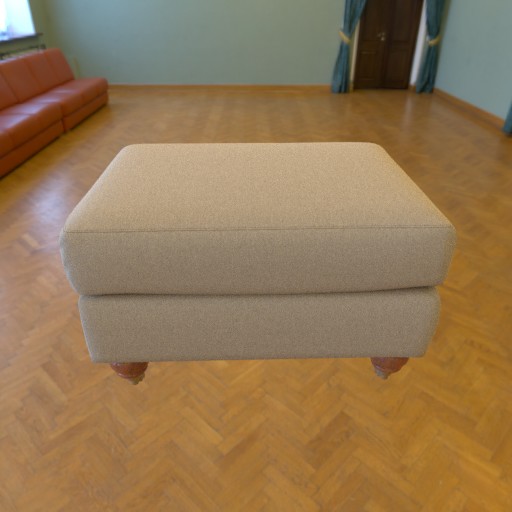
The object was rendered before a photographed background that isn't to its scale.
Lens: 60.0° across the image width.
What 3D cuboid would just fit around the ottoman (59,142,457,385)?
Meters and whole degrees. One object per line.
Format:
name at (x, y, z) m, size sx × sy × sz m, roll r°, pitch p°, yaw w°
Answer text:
ottoman at (0.000, 0.000, 1.148) m, size 0.773 × 0.497 × 0.574 m, roll -1°, pitch 30°, yaw -1°
